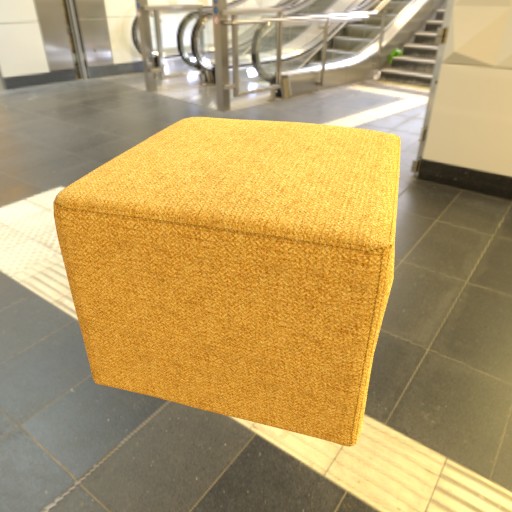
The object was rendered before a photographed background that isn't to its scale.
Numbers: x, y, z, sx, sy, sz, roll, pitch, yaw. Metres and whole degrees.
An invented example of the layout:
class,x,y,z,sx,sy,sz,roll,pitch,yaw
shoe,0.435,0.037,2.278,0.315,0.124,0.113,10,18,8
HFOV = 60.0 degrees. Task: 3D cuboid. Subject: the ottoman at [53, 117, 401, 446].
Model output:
class,x,y,z,sx,sy,sz,roll,pitch,yaw
ottoman,0.000,0.000,0.891,0.505,0.441,0.512,9,33,14
